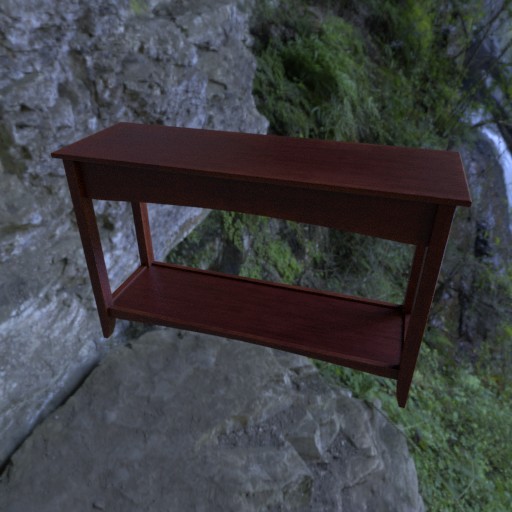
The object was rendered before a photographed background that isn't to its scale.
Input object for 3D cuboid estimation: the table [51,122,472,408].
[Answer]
[{"bbox_3d":[0.000,0.000,1.542,1.188,0.739,0.392,9,32,15],"label":"table"}]
